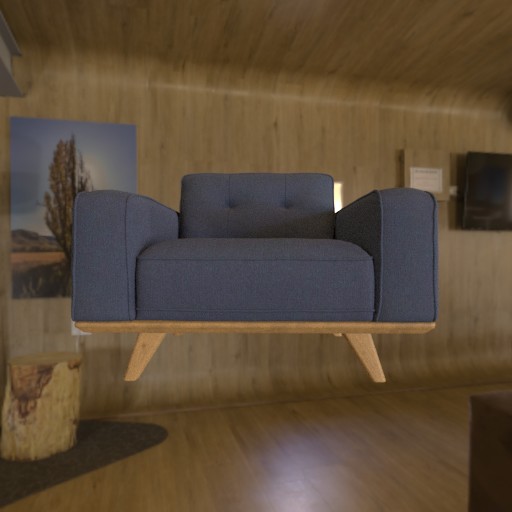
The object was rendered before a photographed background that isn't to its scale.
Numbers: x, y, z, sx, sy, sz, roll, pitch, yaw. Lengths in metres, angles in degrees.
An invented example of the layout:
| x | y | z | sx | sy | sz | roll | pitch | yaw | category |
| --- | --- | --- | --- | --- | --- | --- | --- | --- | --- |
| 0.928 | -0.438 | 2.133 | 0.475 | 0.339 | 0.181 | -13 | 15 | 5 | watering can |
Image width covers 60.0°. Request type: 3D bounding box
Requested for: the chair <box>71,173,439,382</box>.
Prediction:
| x | y | z | sx | sy | sz | roll | pitch | yaw | category |
| --- | --- | --- | --- | --- | --- | --- | --- | --- | --- |
| 0.000 | 0.000 | 1.773 | 1.118 | 0.783 | 0.953 | 0 | 0 | 1 | chair |
